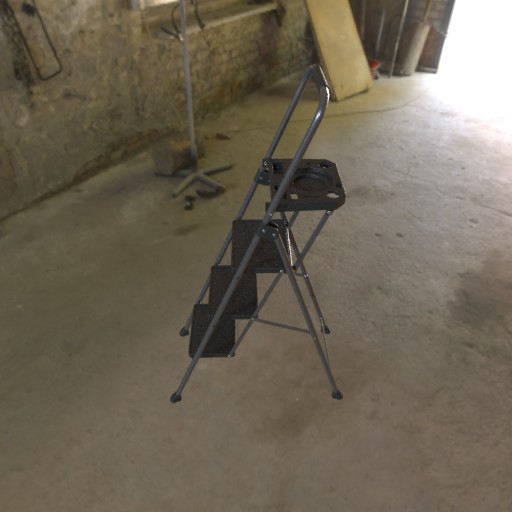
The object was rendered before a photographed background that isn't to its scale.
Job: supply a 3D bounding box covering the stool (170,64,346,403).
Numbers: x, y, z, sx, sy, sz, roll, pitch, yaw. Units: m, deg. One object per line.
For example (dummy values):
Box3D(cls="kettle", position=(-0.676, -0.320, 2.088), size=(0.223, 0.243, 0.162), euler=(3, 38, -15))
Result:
Box3D(cls="stool", position=(0.000, 0.000, 1.600), size=(0.733, 1.277, 0.396), euler=(-1, 41, -1))
